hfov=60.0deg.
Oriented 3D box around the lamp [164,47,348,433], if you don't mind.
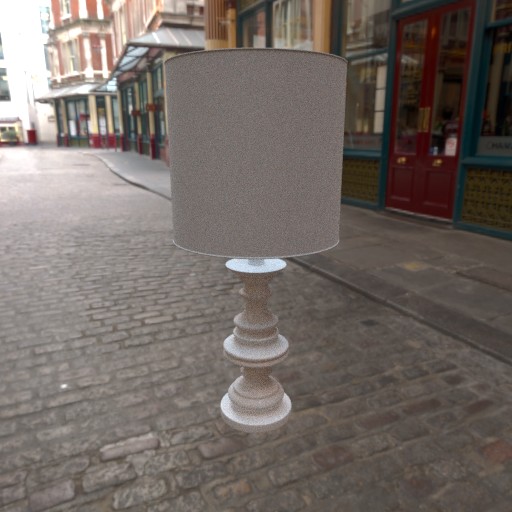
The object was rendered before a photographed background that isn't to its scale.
[{"bbox_3d":[0.000,0.000,0.571,0.208,0.455,0.208,-7,16,-26],"label":"lamp"}]
